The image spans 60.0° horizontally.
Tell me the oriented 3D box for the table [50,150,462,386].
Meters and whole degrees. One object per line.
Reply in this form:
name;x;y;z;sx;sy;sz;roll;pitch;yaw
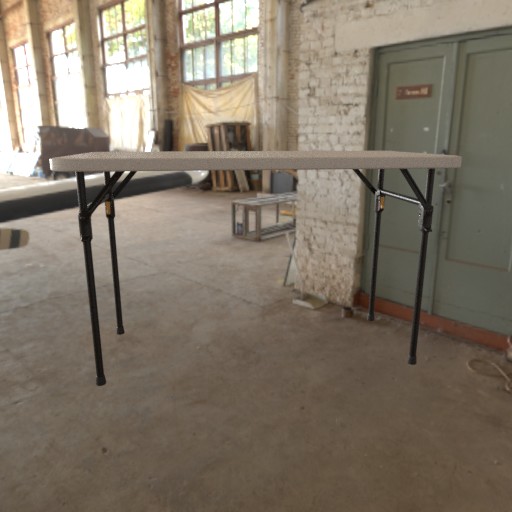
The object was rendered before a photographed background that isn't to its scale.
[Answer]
table;0.000;0.000;1.622;1.219;0.729;0.610;-2;15;-7
